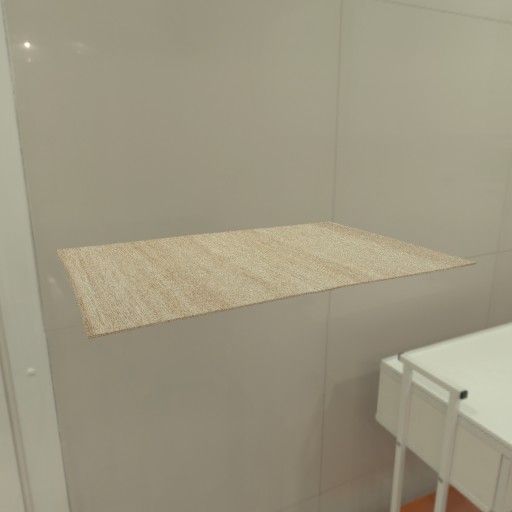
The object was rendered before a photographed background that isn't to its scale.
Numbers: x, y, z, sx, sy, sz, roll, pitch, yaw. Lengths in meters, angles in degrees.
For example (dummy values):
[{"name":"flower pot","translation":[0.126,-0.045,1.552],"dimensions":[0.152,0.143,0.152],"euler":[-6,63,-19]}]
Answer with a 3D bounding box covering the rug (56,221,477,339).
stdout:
[{"name":"rug","translation":[0.000,0.000,2.949],"dimensions":[2.346,0.029,1.574],"euler":[-8,17,-26]}]
